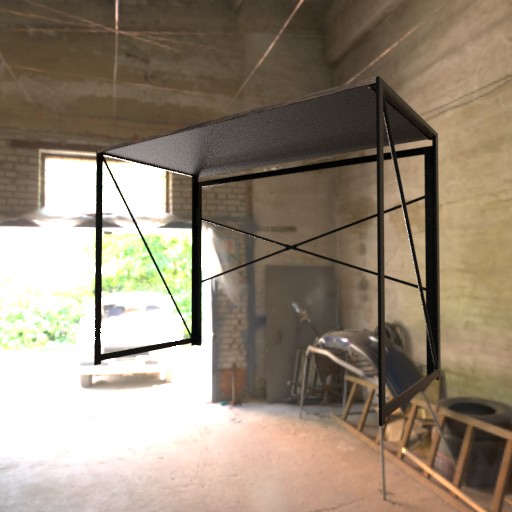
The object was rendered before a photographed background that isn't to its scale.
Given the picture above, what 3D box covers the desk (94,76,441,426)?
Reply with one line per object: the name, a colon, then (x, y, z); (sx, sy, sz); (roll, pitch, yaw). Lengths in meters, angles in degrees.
desk: (0.000, 0.000, 1.444); (1.015, 0.747, 0.505); (-1, -2, 36)
